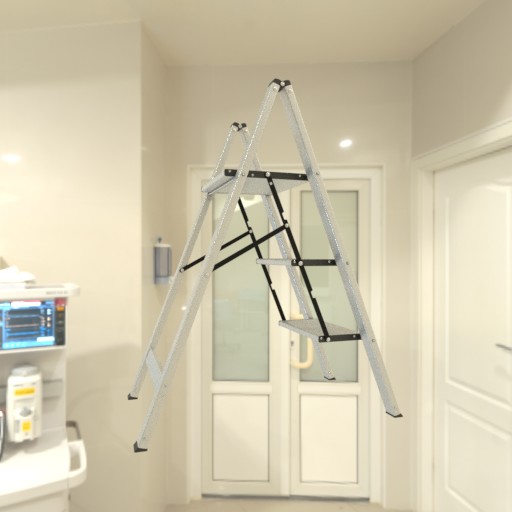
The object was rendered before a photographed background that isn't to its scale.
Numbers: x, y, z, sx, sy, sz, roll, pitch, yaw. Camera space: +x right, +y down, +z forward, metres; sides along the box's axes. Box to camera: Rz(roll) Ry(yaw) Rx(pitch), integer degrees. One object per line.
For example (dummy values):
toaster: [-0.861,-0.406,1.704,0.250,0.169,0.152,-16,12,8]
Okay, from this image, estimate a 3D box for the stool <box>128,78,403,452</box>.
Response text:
stool: [0.000,0.000,1.336,0.730,0.902,0.441,0,0,-18]
